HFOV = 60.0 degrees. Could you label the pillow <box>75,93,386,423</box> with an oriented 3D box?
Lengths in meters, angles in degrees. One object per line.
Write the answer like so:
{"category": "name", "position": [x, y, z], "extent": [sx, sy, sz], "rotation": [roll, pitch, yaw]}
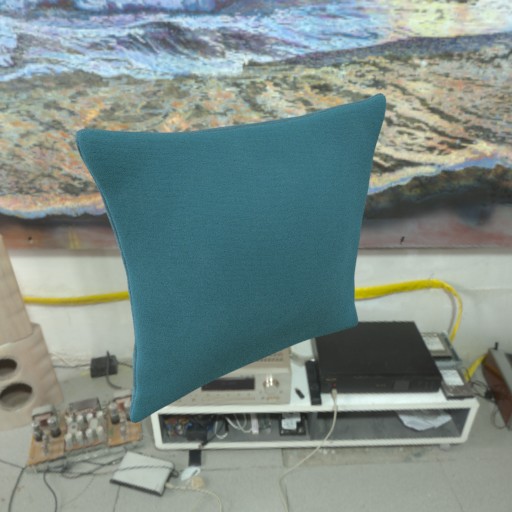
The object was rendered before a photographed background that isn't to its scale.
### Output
{"category": "pillow", "position": [0.000, 0.000, 0.640], "extent": [0.433, 0.415, 0.151], "rotation": [-17, 33, -27]}
